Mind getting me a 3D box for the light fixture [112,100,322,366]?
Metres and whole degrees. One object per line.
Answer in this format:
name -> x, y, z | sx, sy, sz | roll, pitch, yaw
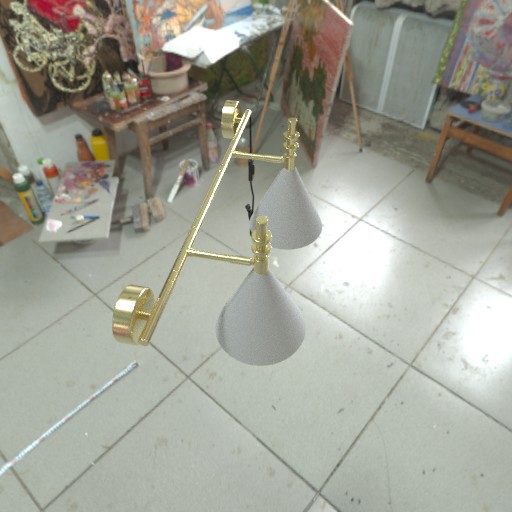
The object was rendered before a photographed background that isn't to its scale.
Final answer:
light fixture -> 0.000, 0.000, 0.878 | 0.239, 0.468, 0.642 | 9, 47, 8
